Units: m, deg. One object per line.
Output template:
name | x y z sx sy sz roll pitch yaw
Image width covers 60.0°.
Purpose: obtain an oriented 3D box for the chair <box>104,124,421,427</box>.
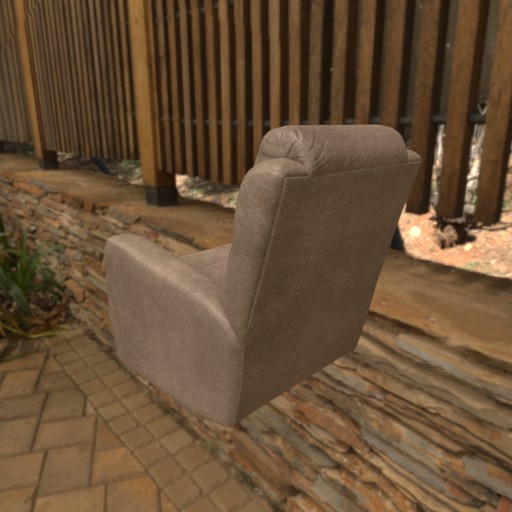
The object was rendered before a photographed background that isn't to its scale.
chair | 0.000 0.000 1.960 1.068 1.116 0.967 16 23 42
